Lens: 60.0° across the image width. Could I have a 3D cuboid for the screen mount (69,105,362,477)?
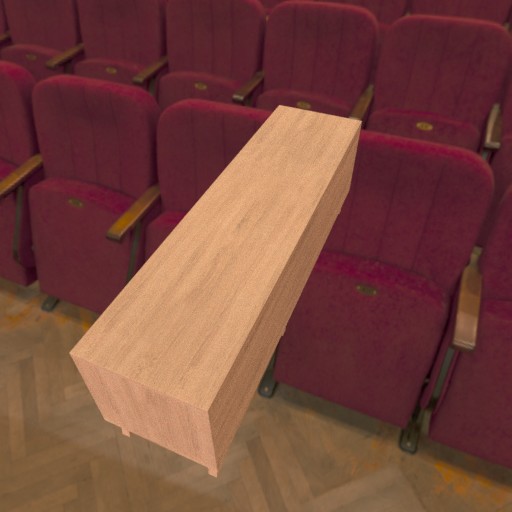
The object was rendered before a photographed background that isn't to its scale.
[{"bbox_3d":[0.000,0.000,1.750,0.400,0.510,1.500,17,47,16],"label":"screen mount"}]
